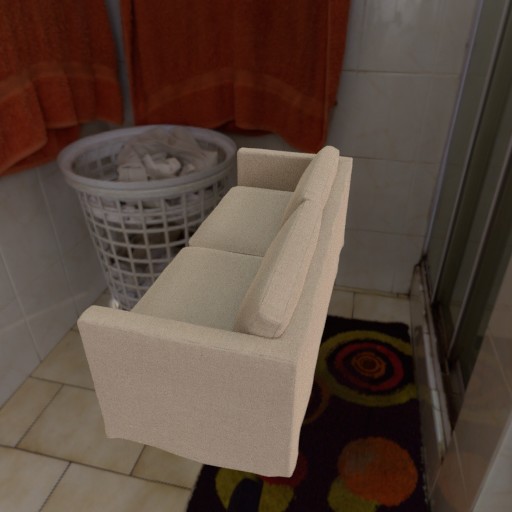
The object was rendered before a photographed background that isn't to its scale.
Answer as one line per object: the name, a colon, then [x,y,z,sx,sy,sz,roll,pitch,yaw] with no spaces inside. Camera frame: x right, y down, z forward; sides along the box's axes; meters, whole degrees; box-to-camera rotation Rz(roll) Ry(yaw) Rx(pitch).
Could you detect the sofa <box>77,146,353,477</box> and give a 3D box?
sofa: [0.000,0.000,2.780,0.962,0.853,2.312,8,33,13]
